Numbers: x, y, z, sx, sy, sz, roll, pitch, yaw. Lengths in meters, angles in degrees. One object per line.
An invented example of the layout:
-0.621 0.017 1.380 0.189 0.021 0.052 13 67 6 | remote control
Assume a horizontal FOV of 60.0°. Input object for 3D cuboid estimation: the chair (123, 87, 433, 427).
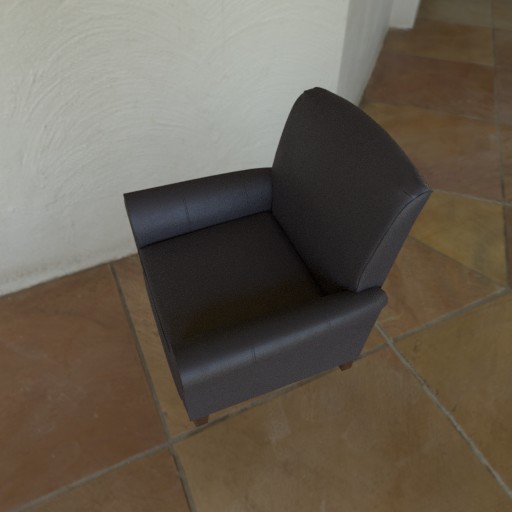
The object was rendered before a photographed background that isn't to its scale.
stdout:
0.000 0.000 1.804 0.902 1.061 0.978 -16 48 -15 | chair
